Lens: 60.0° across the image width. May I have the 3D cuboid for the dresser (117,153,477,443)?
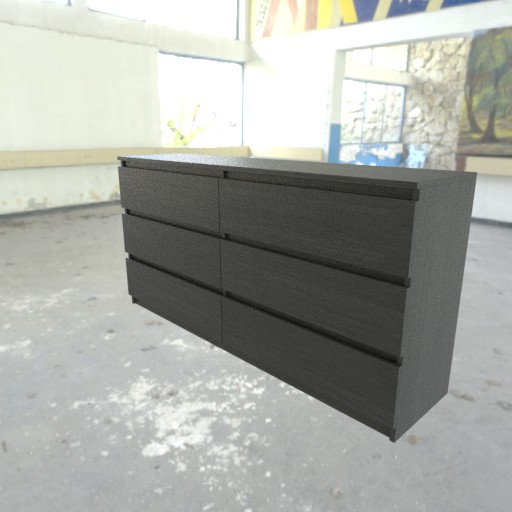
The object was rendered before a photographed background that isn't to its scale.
[{"bbox_3d":[0.000,0.000,1.919,0.400,0.795,1.590,-15,22,-42],"label":"dresser"}]
